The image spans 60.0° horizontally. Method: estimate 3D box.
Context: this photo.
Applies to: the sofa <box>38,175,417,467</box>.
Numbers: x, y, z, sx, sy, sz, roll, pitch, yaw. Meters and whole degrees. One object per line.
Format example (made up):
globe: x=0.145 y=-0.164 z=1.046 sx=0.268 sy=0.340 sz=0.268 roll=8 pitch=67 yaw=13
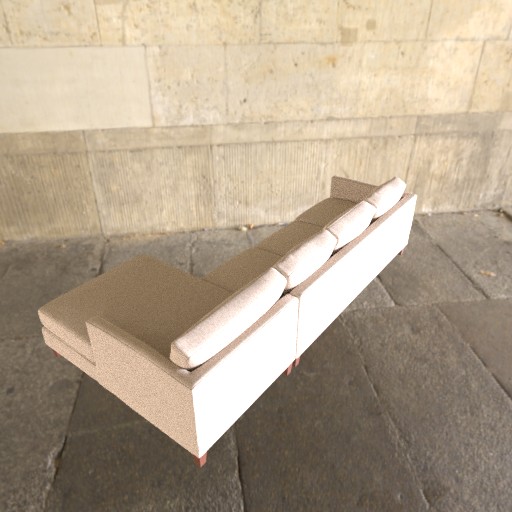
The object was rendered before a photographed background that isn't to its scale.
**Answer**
sofa: x=0.000 y=0.000 z=3.873 sx=1.625 sy=0.861 sz=3.186 roll=21 pitch=37 yaw=31
